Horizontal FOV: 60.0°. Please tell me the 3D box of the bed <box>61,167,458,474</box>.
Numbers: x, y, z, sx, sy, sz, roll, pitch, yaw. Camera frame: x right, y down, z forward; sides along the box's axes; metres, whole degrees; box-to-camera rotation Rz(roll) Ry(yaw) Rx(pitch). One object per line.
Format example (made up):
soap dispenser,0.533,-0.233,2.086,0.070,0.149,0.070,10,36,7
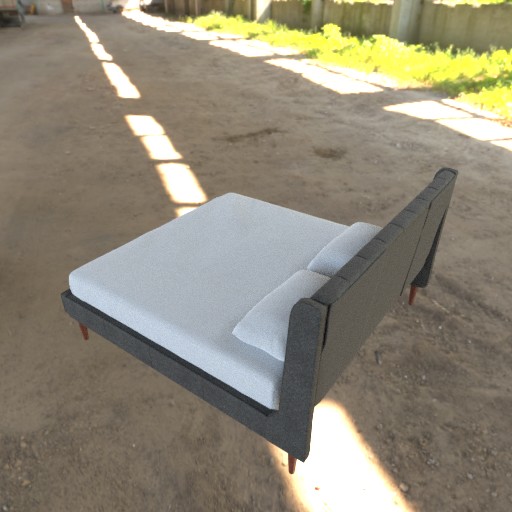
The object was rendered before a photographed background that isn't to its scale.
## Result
bed,0.000,0.000,2.527,1.638,0.933,1.531,21,37,30
